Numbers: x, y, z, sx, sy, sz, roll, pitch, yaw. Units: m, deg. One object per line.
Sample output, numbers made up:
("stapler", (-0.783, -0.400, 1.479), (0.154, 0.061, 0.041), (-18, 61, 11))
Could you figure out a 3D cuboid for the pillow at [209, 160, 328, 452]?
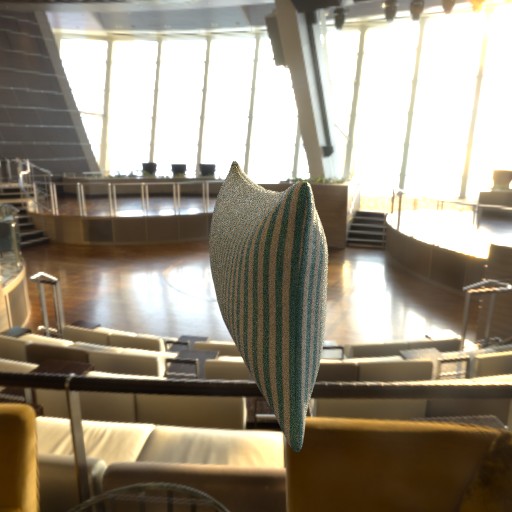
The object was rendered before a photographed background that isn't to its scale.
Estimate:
("pillow", (0.000, 0.000, 0.742), (0.151, 0.295, 0.617), (-2, 14, -9))
